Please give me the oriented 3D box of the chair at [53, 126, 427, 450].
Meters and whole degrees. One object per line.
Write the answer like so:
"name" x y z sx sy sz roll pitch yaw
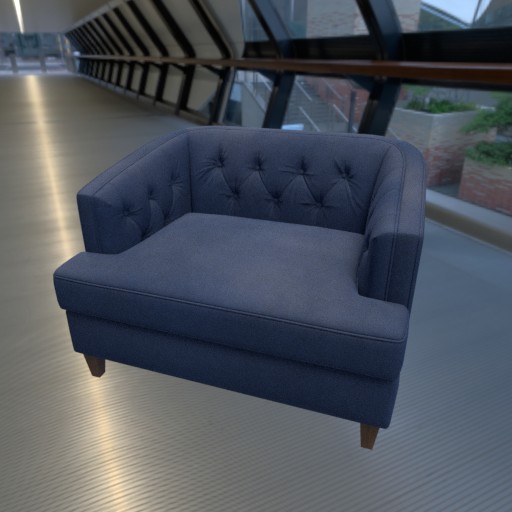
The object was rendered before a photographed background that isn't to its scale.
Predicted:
"chair" 0.000 0.000 1.662 1.118 0.787 0.914 8 27 17
